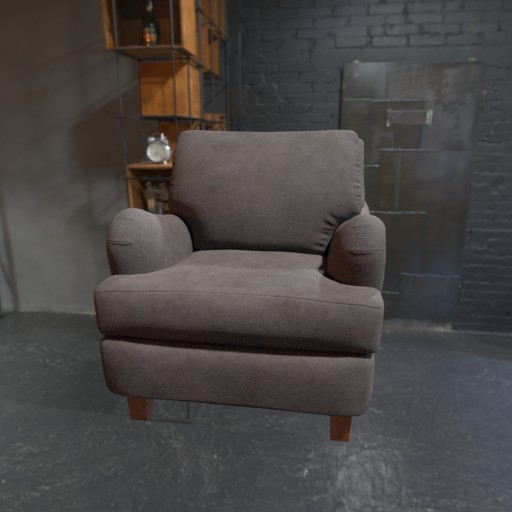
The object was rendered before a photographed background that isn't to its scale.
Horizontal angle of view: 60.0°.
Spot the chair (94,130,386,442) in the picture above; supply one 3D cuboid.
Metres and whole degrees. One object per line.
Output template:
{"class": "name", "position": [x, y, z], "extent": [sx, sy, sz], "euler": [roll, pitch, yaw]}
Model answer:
{"class": "chair", "position": [0.000, 0.000, 1.811], "extent": [0.955, 0.997, 1.070], "euler": [2, 15, 9]}
